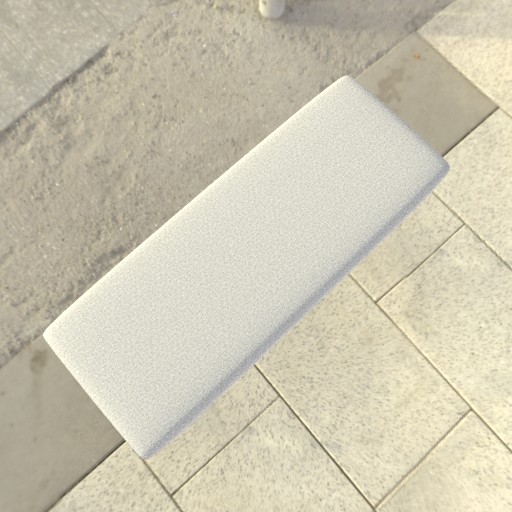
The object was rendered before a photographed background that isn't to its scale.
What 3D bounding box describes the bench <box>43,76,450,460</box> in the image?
[{"bbox_3d":[0.000,0.000,1.835,1.598,0.383,0.631,-42,80,-10],"label":"bench"}]
